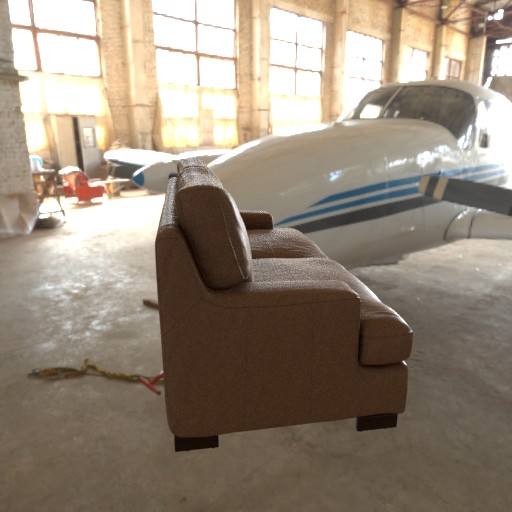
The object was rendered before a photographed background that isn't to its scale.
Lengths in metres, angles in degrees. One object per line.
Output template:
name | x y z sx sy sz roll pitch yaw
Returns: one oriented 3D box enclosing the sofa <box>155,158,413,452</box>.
sofa | 0.000 0.000 2.428 0.962 0.980 1.855 -3 16 -9
